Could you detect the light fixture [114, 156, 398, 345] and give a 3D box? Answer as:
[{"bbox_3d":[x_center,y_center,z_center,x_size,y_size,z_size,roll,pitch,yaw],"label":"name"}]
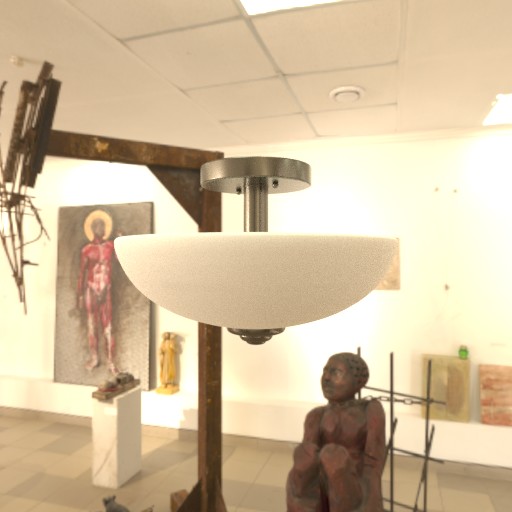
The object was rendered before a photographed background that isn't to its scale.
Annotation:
[{"bbox_3d":[0.000,0.000,0.541,0.330,0.214,0.330,0,0,0],"label":"light fixture"}]
